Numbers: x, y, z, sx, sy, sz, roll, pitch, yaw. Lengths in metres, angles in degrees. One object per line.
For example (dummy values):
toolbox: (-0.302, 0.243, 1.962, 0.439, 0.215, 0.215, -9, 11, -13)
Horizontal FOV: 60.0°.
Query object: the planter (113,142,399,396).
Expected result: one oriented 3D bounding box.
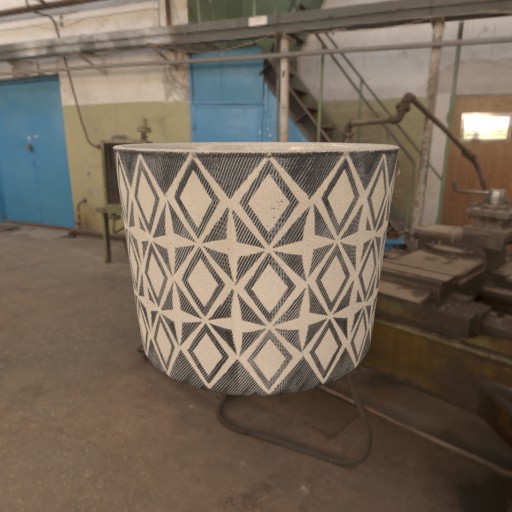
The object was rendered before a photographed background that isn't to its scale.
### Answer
planter: (0.000, 0.000, 0.451, 0.260, 0.220, 0.260, 0, 16, 0)
